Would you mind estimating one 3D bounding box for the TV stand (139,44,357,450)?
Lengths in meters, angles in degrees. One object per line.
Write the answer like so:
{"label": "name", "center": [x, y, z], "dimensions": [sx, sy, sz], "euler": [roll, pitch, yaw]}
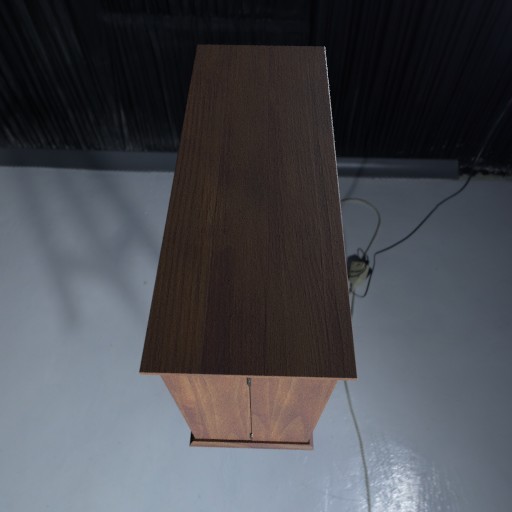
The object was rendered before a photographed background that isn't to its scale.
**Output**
{"label": "TV stand", "center": [0.000, 0.000, 1.456], "dimensions": [0.406, 0.813, 1.067], "euler": [1, 57, 1]}
